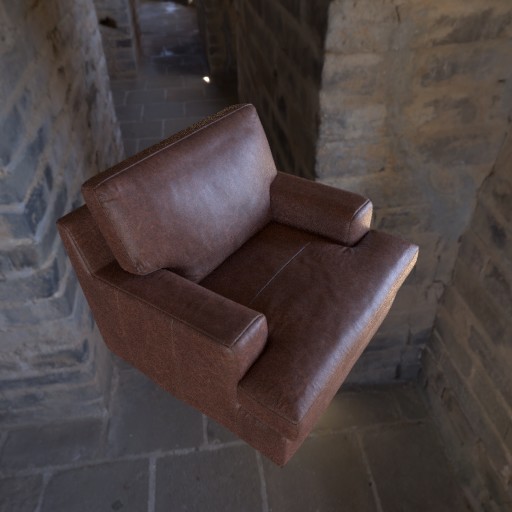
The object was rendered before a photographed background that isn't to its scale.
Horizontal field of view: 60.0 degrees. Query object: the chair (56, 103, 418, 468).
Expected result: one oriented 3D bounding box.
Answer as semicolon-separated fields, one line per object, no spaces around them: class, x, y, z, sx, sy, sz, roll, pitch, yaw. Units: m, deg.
chair;0.000;0.000;1.980;1.143;0.939;1.168;25;46;26
